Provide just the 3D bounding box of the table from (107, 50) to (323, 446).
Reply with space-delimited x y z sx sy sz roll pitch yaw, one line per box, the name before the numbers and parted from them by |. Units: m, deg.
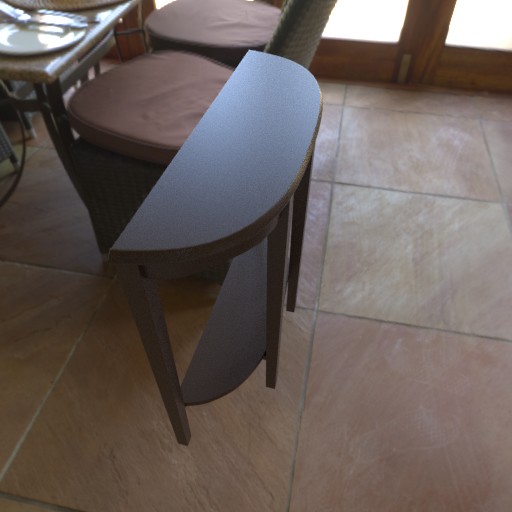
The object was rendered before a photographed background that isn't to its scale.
table | 0.000 0.000 1.308 0.274 0.831 0.909 11 47 10
